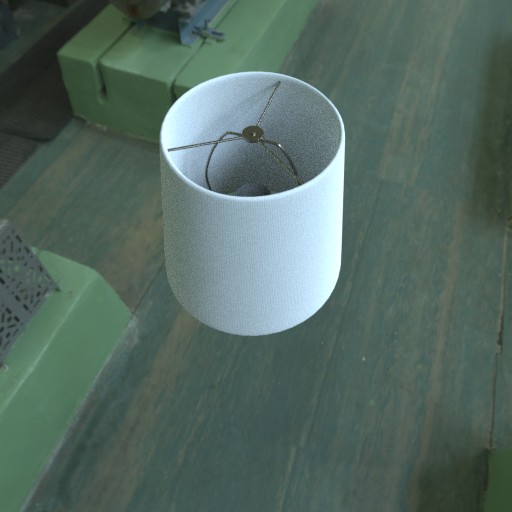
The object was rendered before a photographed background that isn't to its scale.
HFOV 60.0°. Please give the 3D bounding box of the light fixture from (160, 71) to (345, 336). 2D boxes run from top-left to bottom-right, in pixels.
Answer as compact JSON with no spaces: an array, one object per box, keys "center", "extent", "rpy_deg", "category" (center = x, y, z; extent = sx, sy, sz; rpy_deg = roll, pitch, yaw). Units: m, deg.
[{"center":[0.000,0.000,0.447],"extent":[0.168,0.337,0.188],"rpy_deg":[16,58,11],"category":"light fixture"}]
